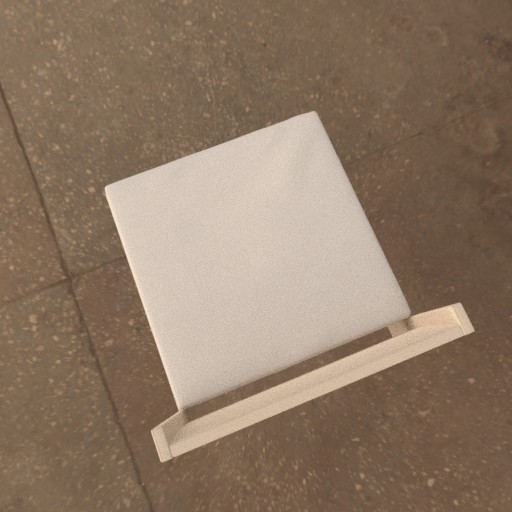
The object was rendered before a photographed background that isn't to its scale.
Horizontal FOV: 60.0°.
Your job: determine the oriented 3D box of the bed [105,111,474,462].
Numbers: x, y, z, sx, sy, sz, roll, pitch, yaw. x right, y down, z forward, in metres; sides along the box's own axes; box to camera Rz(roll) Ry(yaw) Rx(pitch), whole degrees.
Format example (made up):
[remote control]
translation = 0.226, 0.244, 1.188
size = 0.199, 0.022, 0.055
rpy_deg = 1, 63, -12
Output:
[bed]
translation = 0.000, 0.000, 3.709
size = 2.145, 1.471, 2.293
rpy_deg = -21, 78, -5
